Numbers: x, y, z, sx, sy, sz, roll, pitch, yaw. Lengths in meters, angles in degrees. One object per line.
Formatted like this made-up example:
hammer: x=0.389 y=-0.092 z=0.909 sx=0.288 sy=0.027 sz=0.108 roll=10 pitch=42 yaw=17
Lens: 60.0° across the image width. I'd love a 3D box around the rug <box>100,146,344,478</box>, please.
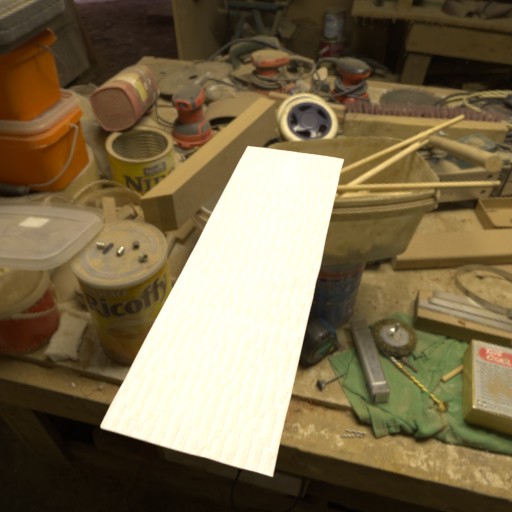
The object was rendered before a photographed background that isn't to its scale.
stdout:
rug: x=0.000 y=0.000 z=2.717 sx=0.793 sy=0.014 sz=2.450 roll=11 pitch=46 yaw=10
